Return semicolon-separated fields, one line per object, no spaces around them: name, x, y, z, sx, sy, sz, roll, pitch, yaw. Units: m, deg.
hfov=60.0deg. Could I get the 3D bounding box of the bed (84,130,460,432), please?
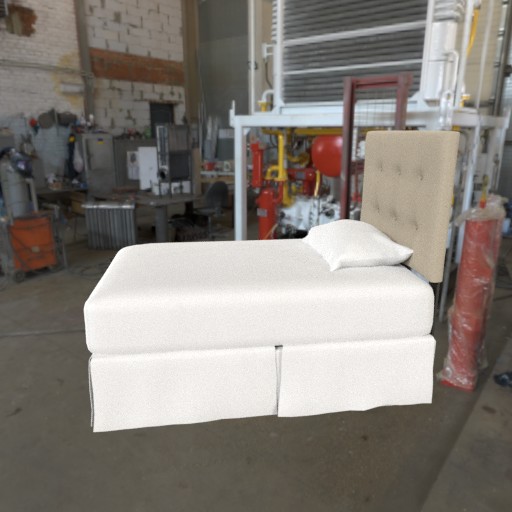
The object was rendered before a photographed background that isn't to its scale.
bed;0.000;0.000;2.885;1.997;1.571;1.261;-2;16;-7
